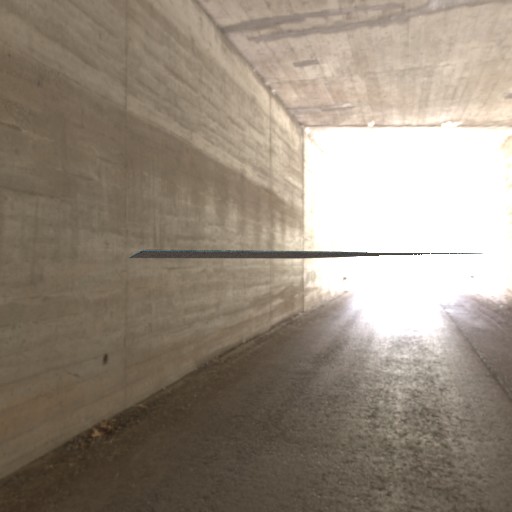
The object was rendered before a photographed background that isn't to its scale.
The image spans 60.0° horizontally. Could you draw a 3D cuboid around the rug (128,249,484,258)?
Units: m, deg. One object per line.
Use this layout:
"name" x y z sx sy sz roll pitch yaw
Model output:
"rug" 0.000 0.000 4.340 2.337 0.013 3.291 0 -1 -17
